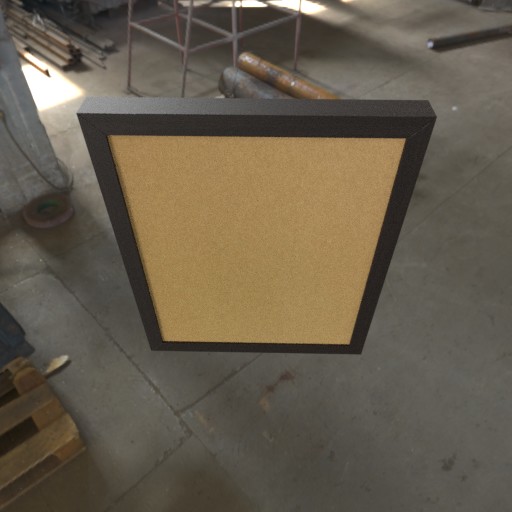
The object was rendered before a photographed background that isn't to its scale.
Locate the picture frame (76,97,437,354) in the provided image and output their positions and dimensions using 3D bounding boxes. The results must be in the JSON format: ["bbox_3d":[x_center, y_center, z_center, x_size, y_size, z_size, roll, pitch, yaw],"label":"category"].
[{"bbox_3d":[0.000,0.000,0.771,0.452,0.555,0.044,1,46,1],"label":"picture frame"}]
